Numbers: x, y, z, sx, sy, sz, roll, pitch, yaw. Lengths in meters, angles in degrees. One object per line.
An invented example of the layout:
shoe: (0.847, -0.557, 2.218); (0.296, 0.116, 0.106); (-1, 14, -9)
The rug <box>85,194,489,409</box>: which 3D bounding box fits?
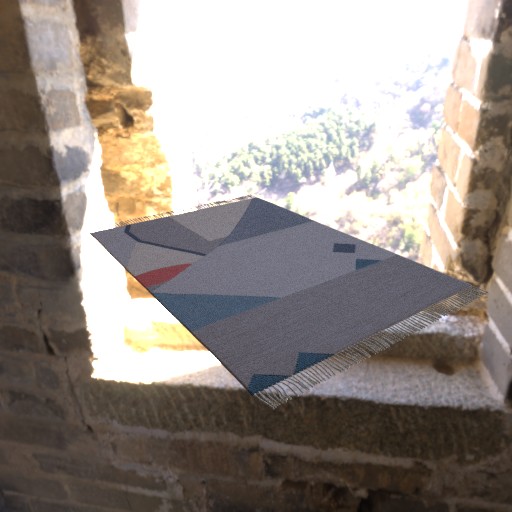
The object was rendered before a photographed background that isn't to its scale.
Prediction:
rug: (0.000, 0.000, 2.296); (1.220, 0.005, 1.828); (-17, 29, -32)
